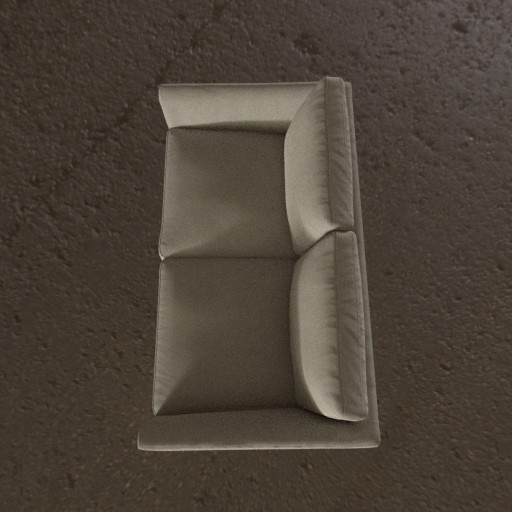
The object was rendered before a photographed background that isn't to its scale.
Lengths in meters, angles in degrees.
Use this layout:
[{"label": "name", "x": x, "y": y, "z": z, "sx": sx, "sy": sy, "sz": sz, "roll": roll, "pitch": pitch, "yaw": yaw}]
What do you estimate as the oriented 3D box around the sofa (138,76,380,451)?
[{"label": "sofa", "x": 0.000, "y": 0.000, "z": 2.424, "sx": 1.091, "sy": 0.839, "sz": 1.905, "roll": -1, "pitch": 74, "yaw": 0}]
